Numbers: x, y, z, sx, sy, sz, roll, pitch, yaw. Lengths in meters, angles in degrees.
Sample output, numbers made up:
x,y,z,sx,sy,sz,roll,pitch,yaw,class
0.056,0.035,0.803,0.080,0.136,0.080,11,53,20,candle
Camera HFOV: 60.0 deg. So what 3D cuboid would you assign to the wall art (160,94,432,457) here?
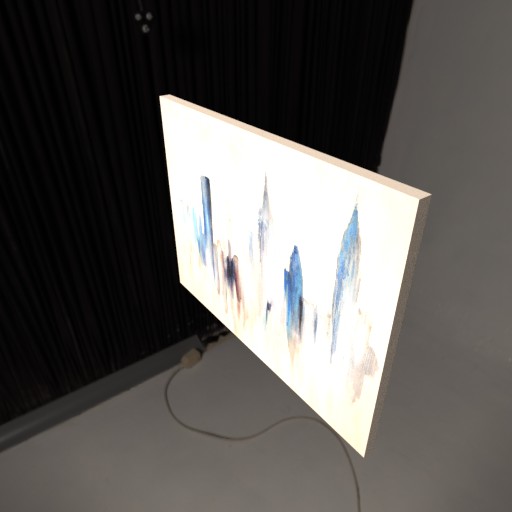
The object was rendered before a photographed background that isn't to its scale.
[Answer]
x,y,z,sx,sy,sz,roll,pitch,yaw,class
0.000,0.000,1.346,0.038,0.762,1.016,-22,38,-31,wall art
